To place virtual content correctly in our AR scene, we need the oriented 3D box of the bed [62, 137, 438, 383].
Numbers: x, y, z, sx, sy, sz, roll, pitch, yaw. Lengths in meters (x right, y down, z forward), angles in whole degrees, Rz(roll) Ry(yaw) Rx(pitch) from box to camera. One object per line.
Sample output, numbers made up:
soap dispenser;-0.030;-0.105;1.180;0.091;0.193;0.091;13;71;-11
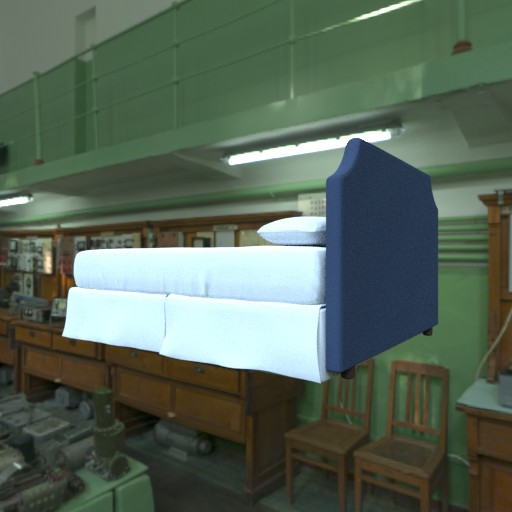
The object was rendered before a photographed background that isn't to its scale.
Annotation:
bed;0.000;0.000;4.207;2.773;1.488;2.350;0;0;36
